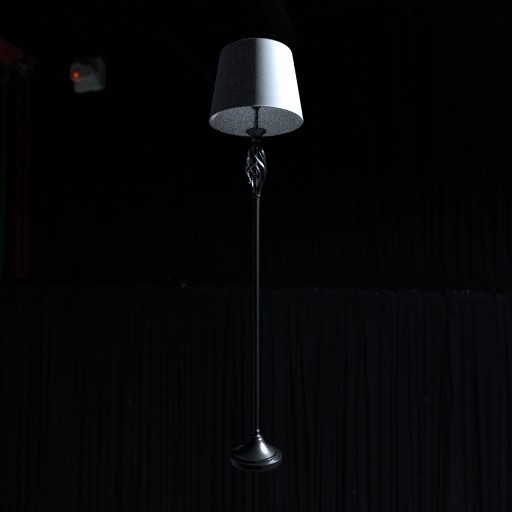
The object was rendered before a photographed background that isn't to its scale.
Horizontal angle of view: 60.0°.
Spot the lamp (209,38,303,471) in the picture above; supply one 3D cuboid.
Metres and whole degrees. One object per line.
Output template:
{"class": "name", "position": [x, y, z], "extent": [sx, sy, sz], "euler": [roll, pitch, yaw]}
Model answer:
{"class": "lamp", "position": [0.000, 0.000, 1.784], "extent": [0.379, 1.623, 0.379], "euler": [0, -1, 0]}
